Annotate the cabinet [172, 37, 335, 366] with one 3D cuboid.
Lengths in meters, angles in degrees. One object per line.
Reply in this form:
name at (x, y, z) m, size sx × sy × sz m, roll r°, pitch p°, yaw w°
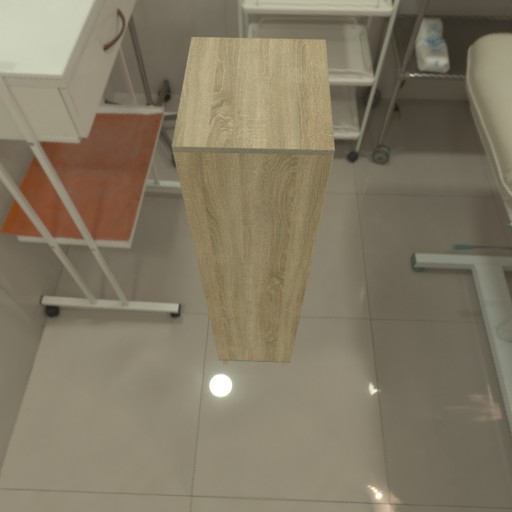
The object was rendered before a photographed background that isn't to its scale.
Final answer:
cabinet at (0.000, 0.000, 2.189) m, size 0.450 × 1.960 × 0.510 m, roll 2°, pitch 58°, yaw 1°
